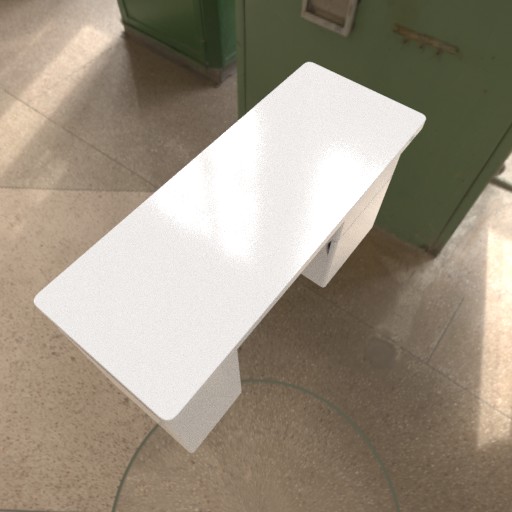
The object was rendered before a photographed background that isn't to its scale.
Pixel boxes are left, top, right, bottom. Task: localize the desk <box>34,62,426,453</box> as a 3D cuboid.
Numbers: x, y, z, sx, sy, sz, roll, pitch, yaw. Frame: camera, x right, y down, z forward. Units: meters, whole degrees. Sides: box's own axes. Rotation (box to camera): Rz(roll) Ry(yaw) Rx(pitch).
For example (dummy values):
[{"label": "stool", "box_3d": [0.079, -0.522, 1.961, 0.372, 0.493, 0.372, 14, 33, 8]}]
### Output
[{"label": "desk", "box_3d": [0.000, 0.000, 1.791, 0.550, 0.762, 1.400, 34, 64, 19]}]
